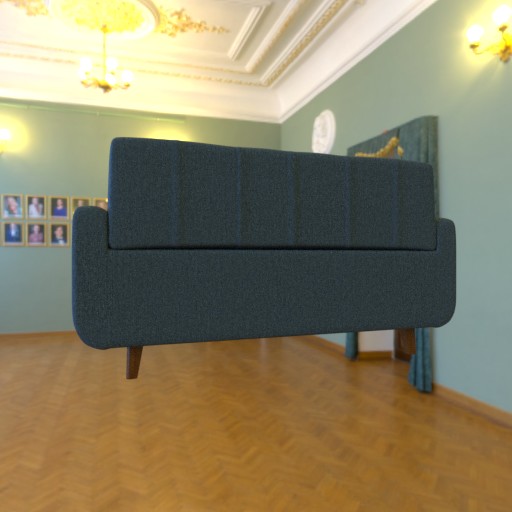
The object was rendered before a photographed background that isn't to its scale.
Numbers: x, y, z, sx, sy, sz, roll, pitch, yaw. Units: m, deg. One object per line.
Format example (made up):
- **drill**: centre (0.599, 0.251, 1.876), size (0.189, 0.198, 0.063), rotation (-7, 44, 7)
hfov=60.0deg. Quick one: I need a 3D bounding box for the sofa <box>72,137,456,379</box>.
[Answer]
- **sofa**: centre (0.000, 0.000, 2.211), size (1.651, 0.896, 0.942), rotation (0, 0, -19)
